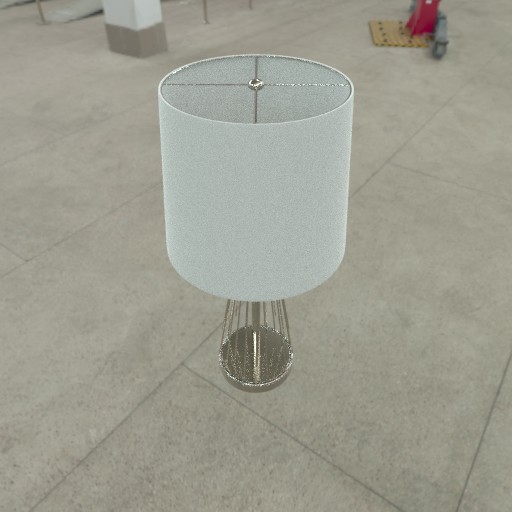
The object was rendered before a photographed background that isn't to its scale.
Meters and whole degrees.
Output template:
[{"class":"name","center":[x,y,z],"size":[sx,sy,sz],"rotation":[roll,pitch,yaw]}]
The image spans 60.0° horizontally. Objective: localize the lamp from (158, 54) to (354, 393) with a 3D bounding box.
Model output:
[{"class":"lamp","center":[0.000,0.000,0.790],"size":[0.303,0.618,0.303],"rotation":[0,40,0]}]
